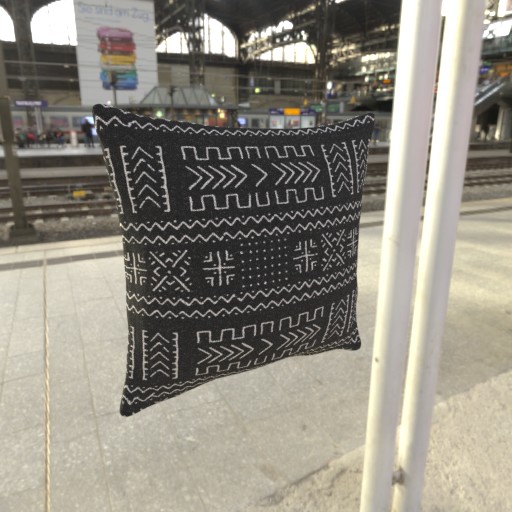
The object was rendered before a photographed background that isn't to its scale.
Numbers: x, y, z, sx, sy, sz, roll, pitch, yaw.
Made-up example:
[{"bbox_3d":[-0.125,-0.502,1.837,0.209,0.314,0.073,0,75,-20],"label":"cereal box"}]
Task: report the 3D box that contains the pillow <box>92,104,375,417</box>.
[{"bbox_3d":[0.000,0.000,0.675,0.438,0.430,0.164,-8,18,-26],"label":"pillow"}]
